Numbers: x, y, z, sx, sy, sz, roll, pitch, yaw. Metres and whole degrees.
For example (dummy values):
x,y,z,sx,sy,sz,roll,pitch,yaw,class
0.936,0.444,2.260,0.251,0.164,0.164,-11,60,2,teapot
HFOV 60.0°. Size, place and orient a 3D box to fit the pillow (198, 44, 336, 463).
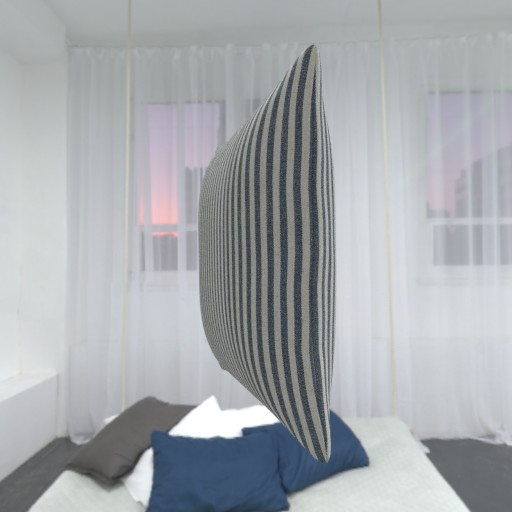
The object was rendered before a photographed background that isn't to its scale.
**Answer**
x,y,z,sx,sy,sz,roll,pitch,yaw,class
0.000,0.000,0.775,0.166,0.510,0.523,0,-1,-18,pillow
